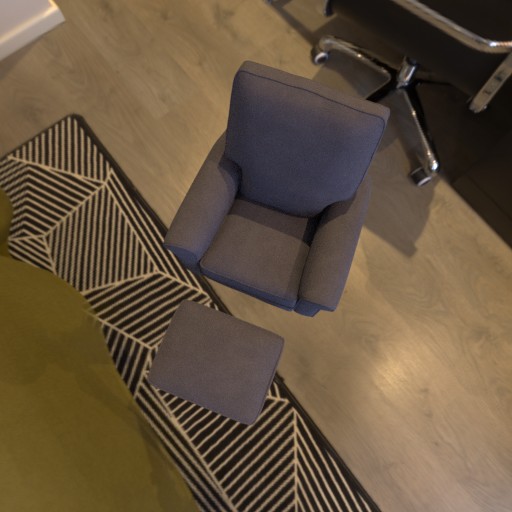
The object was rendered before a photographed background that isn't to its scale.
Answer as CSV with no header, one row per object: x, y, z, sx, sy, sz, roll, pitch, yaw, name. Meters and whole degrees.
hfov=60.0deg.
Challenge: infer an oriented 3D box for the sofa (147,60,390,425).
0.000,0.000,2.105,0.880,0.959,1.478,21,77,5,sofa
